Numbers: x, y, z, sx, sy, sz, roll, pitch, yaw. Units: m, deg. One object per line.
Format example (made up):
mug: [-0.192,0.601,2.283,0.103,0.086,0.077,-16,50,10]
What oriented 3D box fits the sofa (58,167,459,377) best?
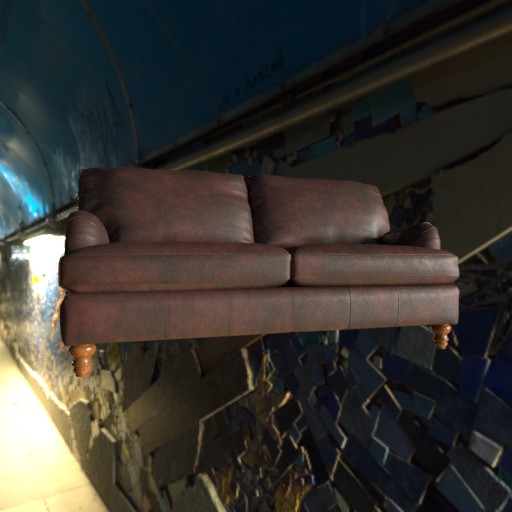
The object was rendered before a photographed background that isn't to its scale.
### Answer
sofa: [0.000,0.000,2.722,2.144,1.071,1.147,0,-1,-19]
